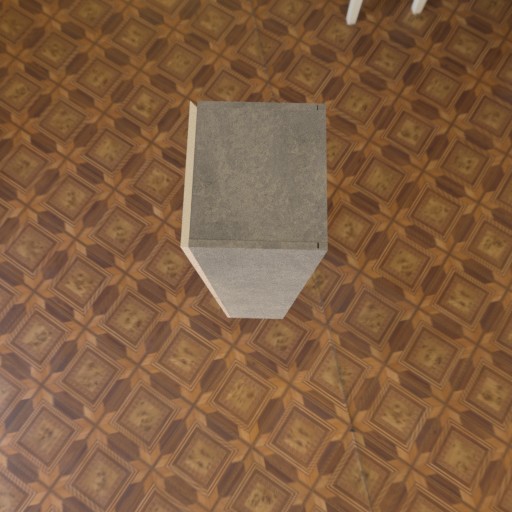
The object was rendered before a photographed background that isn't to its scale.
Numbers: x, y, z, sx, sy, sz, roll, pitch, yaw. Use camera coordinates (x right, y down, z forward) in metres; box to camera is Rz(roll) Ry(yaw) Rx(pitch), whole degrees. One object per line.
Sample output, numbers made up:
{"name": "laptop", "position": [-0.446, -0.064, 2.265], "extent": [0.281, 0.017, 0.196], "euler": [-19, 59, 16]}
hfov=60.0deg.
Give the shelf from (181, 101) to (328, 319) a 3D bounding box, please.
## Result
{"name": "shelf", "position": [0.000, 0.000, 1.528], "extent": [0.270, 1.400, 0.300], "euler": [1, 77, 0]}
